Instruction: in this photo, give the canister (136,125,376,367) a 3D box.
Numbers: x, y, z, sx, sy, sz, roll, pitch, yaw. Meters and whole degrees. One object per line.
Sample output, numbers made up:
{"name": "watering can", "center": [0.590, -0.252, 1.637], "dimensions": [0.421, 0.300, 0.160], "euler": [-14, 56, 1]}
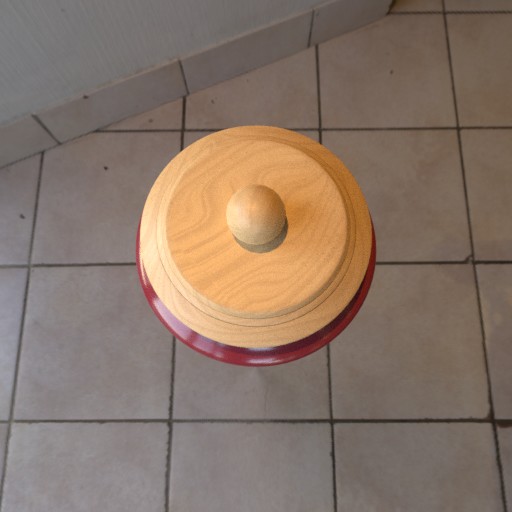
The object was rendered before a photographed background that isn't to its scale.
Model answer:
{"name": "canister", "center": [0.000, 0.000, 0.267], "dimensions": [0.130, 0.176, 0.130], "euler": [0, 76, 0]}
